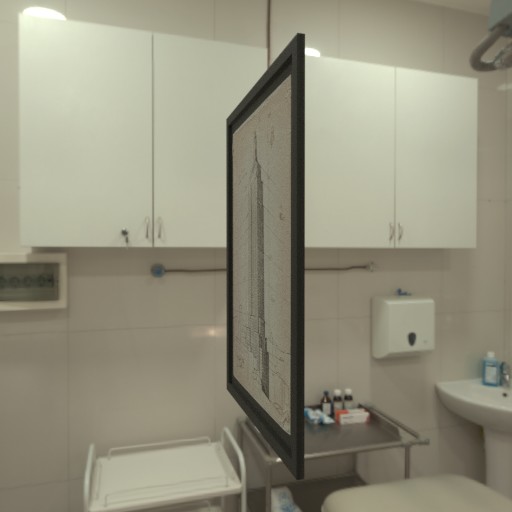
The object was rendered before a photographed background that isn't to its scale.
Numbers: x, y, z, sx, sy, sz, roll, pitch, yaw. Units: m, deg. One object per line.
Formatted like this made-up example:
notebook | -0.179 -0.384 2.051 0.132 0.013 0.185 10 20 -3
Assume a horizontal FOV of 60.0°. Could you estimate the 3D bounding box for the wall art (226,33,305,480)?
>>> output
wall art | 0.000 0.000 0.871 0.012 0.661 0.451 0 1 -17
